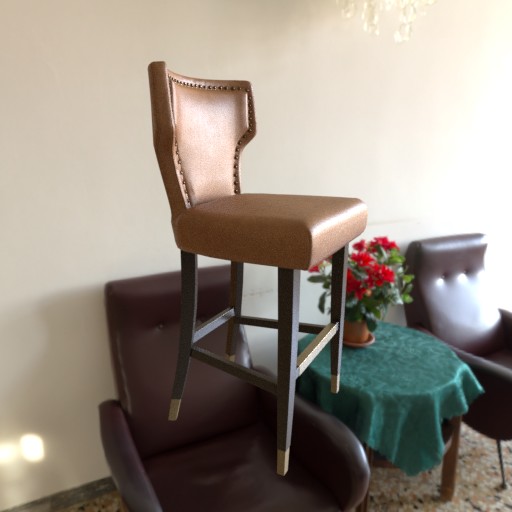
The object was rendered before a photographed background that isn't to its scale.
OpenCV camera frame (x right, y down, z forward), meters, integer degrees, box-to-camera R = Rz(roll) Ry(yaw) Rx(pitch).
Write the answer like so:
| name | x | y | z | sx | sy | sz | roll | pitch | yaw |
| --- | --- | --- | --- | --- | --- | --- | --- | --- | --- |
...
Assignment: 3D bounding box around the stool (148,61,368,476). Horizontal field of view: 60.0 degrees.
| name | x | y | z | sx | sy | sz | roll | pitch | yaw |
| --- | --- | --- | --- | --- | --- | --- | --- | --- | --- |
| stool | 0.000 | 0.000 | 1.388 | 0.563 | 1.092 | 0.526 | 8 | 17 | 27 |
